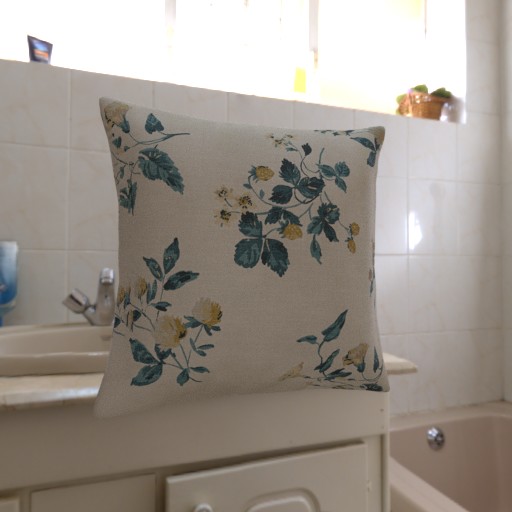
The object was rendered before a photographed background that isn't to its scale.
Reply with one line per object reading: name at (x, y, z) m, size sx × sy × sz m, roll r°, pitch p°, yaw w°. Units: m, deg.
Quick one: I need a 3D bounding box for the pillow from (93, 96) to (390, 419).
pillow at (0.000, 0.000, 0.771) m, size 0.526 × 0.507 × 0.166 m, roll 1°, pitch -2°, yaw -17°
